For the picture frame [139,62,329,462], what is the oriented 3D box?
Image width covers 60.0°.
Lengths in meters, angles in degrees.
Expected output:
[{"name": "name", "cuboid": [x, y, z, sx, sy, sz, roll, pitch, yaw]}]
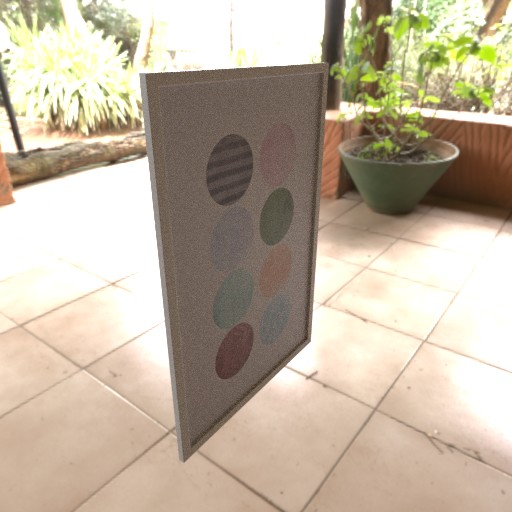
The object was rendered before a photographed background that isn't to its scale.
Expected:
[{"name": "picture frame", "cuboid": [0.000, 0.000, 0.836, 0.013, 0.657, 0.457, 18, 31, 33]}]
